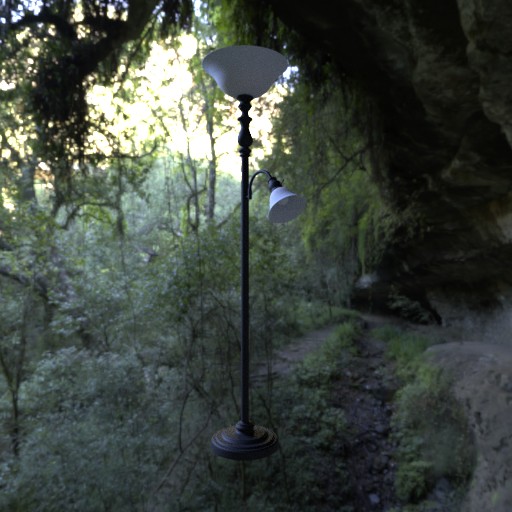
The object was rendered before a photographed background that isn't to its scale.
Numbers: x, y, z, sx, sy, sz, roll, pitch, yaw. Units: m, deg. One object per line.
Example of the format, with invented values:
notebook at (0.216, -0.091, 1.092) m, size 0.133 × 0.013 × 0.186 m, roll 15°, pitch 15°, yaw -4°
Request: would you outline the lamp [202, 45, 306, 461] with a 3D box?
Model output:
lamp at (0.000, 0.000, 2.010) m, size 0.405 × 1.793 × 0.588 m, roll 0°, pitch 0°, yaw -35°
